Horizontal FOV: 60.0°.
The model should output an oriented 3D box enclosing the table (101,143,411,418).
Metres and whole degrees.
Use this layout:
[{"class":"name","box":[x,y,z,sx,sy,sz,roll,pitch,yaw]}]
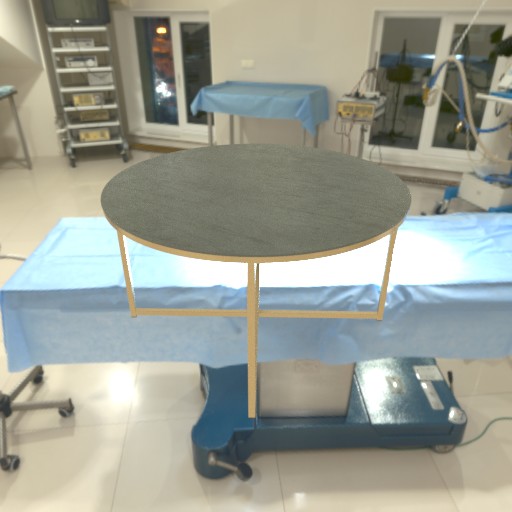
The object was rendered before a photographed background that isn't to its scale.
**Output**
[{"class":"table","box":[0.000,0.000,1.303,0.800,0.450,0.800,0,29,0]}]
